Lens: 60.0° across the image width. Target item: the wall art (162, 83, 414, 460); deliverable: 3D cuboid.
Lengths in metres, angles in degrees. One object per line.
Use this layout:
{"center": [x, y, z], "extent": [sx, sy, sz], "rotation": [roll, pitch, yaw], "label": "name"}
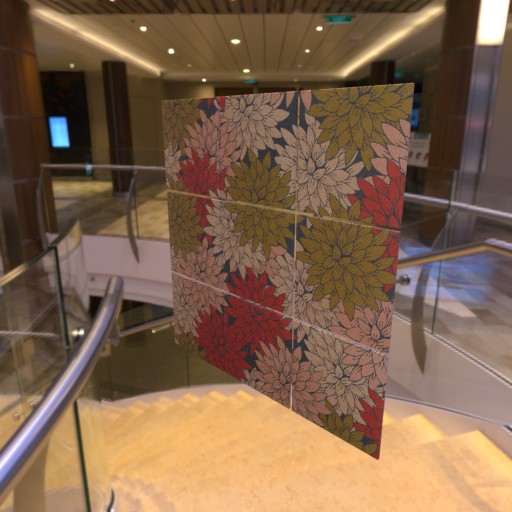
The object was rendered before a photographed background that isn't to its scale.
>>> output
{"center": [0.000, 0.000, 2.236], "extent": [0.013, 1.534, 1.519], "rotation": [-15, 22, -43], "label": "wall art"}
